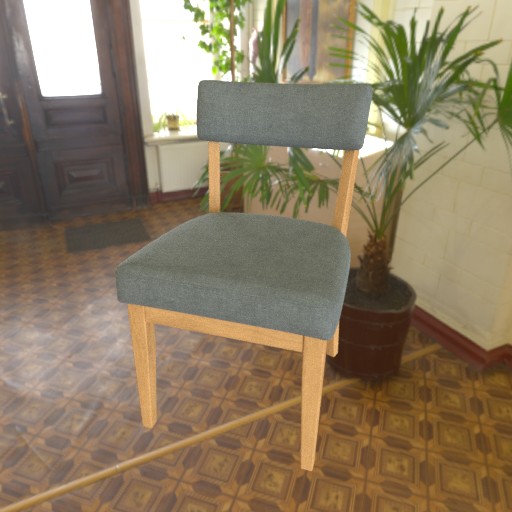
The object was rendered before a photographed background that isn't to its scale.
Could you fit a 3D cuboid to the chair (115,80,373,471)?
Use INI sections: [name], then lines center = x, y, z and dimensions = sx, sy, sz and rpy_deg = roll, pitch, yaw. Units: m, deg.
[chair]
center = 0.000, 0.000, 1.175
dimensions = 0.508, 0.832, 0.572
rpy_deg = 8, 27, 16
